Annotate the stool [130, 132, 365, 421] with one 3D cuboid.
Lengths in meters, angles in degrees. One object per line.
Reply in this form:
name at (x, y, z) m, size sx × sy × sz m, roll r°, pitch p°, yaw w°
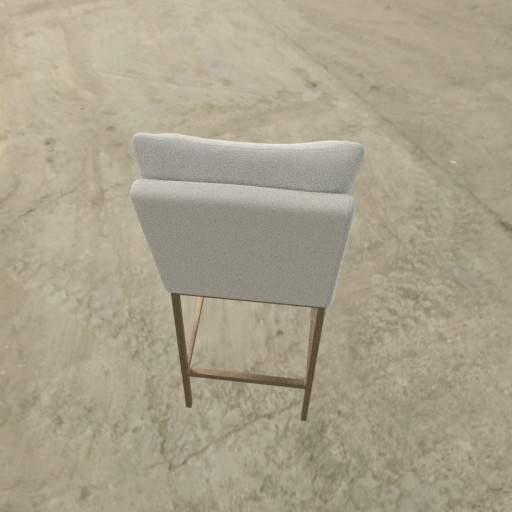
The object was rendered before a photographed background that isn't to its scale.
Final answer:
stool at (0.000, 0.000, 1.333) m, size 0.463 × 1.032 × 0.572 m, roll 5°, pitch 47°, yaw 4°
